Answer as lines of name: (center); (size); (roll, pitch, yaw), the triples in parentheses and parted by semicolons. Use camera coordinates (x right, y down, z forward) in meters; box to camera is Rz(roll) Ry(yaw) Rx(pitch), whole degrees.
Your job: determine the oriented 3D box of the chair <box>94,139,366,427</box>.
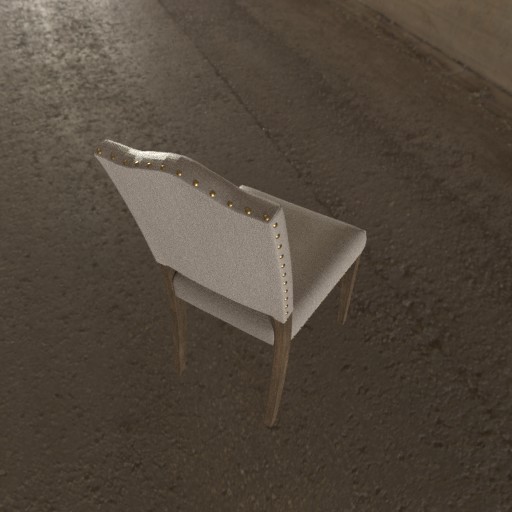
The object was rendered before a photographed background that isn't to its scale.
chair: (0.000, 0.000, 1.362); (0.508, 1.020, 0.620); (24, 50, 21)
